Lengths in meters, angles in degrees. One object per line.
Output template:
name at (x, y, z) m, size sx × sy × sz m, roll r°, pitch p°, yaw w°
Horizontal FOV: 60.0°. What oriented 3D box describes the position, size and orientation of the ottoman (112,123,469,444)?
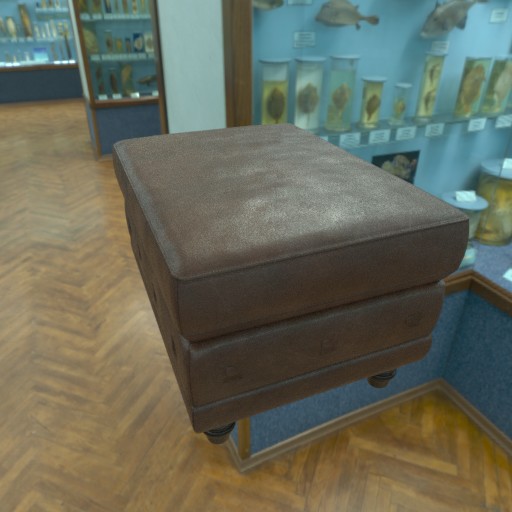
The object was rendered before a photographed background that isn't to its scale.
ottoman at (0.000, 0.000, 1.167) m, size 0.588 × 0.509 × 0.795 m, roll -12°, pitch 32°, yaw -19°
